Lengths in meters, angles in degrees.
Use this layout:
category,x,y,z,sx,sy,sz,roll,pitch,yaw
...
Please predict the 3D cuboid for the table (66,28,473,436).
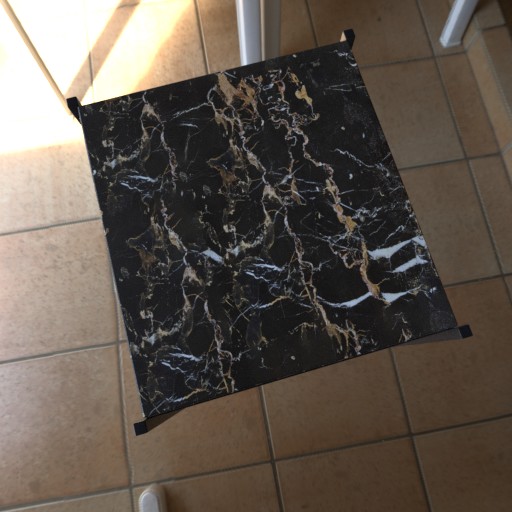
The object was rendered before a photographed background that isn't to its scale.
category,x,y,z,sx,sy,sz,roll,pitch,yaw
table,0.000,0.000,0.851,0.432,0.534,0.469,-15,77,-4
